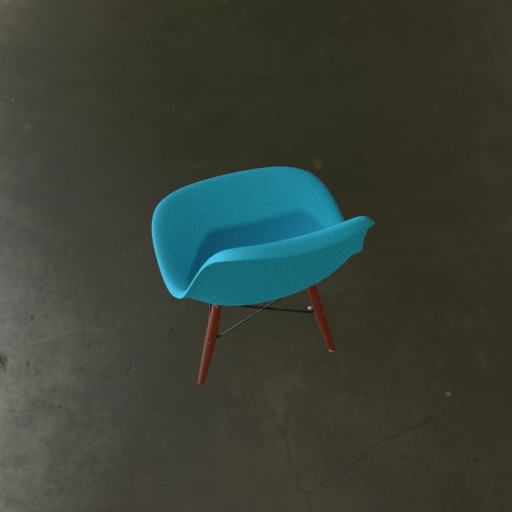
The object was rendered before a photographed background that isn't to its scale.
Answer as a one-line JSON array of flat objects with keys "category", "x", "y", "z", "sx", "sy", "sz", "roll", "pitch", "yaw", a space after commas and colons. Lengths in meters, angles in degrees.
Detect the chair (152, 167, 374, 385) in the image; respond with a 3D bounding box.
[{"category": "chair", "x": 0.000, "y": 0.000, "z": 1.102, "sx": 0.470, "sy": 0.826, "sz": 0.533, "roll": -14, "pitch": 59, "yaw": -9}]
